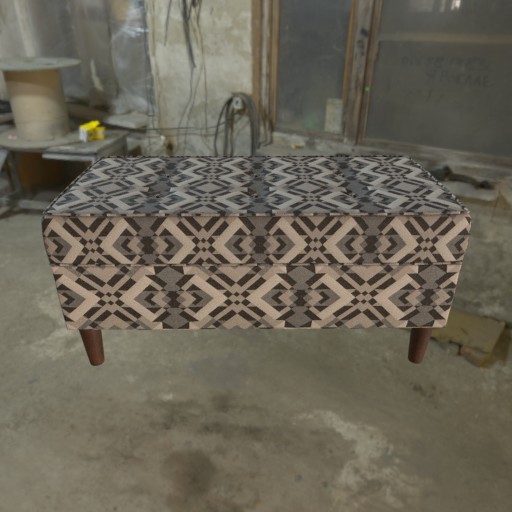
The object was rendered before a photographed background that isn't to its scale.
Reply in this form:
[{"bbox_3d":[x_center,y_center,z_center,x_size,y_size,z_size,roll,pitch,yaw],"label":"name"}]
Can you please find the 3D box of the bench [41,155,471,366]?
[{"bbox_3d":[0.000,0.000,1.324,1.016,0.477,0.492,0,29,0],"label":"bench"}]
